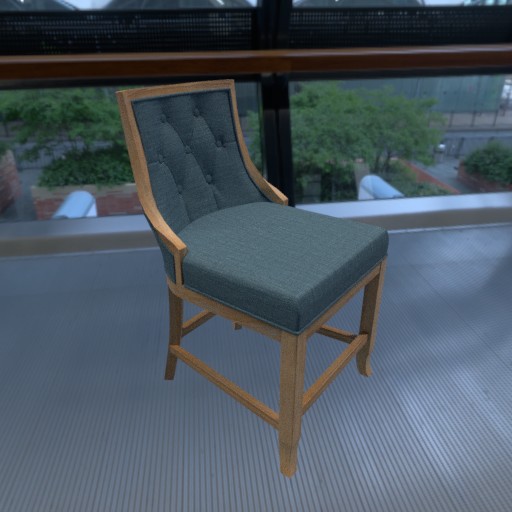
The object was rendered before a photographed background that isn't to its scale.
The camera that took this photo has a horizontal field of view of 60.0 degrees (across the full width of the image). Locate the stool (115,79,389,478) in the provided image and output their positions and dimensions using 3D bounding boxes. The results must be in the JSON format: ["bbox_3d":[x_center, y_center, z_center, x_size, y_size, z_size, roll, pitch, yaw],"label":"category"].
[{"bbox_3d":[0.000,0.000,1.330,0.626,0.938,0.524,19,32,33],"label":"stool"}]
